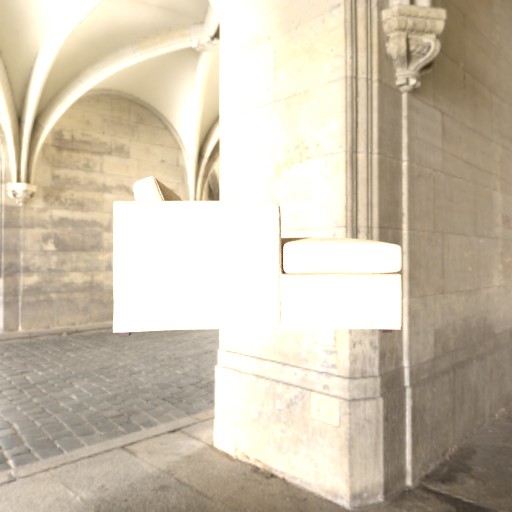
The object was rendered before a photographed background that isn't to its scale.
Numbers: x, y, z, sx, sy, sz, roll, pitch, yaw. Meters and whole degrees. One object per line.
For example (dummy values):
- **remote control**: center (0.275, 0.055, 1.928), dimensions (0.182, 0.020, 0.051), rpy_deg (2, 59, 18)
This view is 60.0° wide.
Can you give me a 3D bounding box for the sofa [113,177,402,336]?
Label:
- **sofa**: center (0.000, 0.000, 4.007), dimensions (1.650, 0.922, 3.205), rpy_deg (0, -1, -1)
